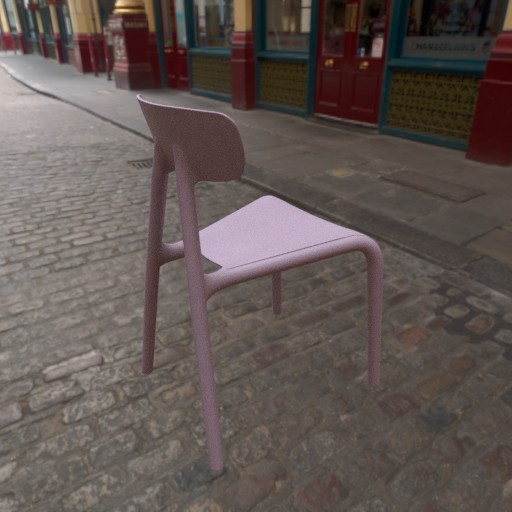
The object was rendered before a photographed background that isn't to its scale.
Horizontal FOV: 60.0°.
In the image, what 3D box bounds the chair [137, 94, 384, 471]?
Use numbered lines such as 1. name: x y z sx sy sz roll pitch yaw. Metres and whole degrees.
1. chair: 0.000 0.000 0.842 0.401 0.580 0.356 -17 31 -32
